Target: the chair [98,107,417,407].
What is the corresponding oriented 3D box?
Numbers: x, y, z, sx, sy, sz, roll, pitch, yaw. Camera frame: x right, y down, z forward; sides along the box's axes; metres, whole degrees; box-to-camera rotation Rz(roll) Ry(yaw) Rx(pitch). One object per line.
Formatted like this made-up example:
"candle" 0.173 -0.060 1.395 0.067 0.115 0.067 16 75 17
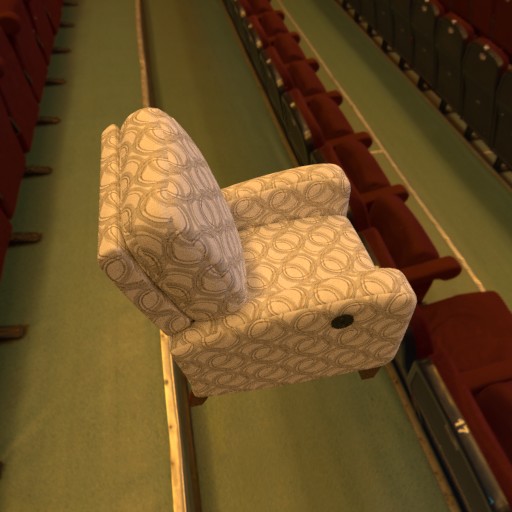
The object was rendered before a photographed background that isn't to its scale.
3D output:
"chair" 0.000 0.000 1.757 0.995 1.065 0.796 -9 48 -8
